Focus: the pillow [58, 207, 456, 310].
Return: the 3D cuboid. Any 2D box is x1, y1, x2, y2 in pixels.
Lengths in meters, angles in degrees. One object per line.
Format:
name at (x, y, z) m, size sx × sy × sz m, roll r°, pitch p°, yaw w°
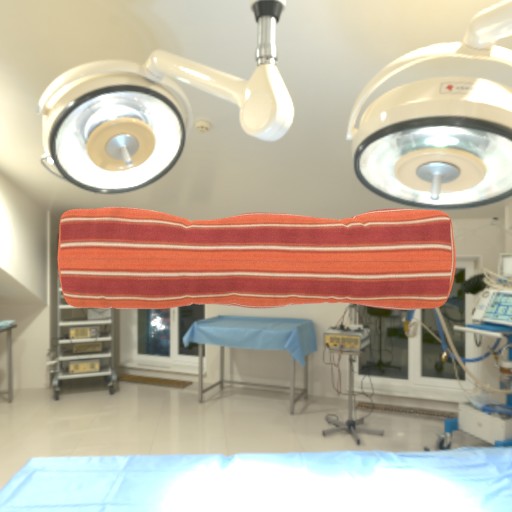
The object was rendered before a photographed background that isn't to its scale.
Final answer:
pillow at (0.000, 0.000, 0.730) m, size 0.468 × 0.133 × 0.490 m, roll 0°, pitch 0°, yaw 0°
